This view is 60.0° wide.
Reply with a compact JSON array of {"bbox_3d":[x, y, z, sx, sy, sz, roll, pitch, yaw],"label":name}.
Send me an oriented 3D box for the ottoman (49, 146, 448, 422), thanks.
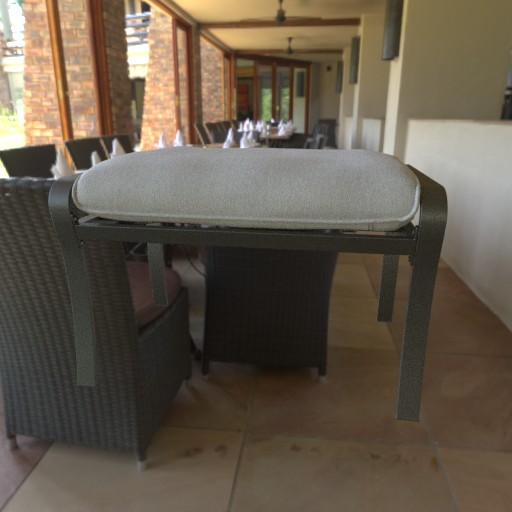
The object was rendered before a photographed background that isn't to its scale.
[{"bbox_3d":[0.000,0.000,0.896,0.610,0.422,0.406,3,18,9],"label":"ottoman"}]
